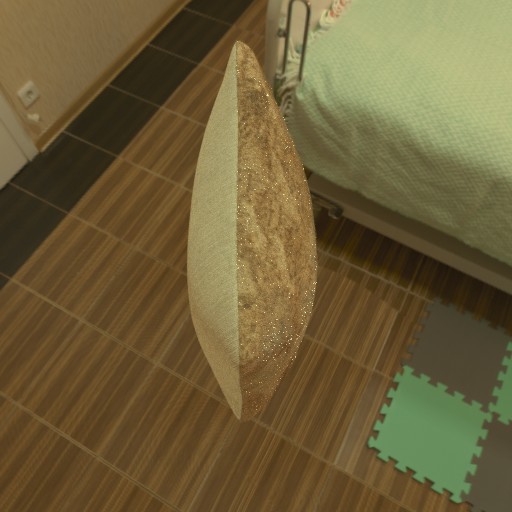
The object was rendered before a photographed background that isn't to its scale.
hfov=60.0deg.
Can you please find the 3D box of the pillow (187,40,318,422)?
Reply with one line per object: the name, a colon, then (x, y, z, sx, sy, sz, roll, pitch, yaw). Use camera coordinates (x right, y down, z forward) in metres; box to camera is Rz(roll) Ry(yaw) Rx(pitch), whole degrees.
pillow: (0.000, 0.000, 0.822, 0.216, 0.525, 0.538, 0, 63, 0)
